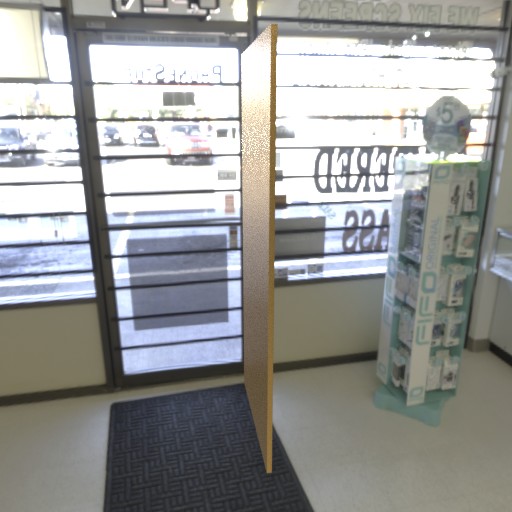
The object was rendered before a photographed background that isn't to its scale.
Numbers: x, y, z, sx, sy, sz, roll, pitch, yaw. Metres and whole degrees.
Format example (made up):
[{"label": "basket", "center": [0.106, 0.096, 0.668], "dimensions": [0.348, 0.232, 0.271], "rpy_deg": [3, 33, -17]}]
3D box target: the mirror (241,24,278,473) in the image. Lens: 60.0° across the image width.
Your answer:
[{"label": "mirror", "center": [0.000, 0.000, 2.310], "dimensions": [0.025, 2.031, 0.812], "rpy_deg": [-3, 17, -9]}]
